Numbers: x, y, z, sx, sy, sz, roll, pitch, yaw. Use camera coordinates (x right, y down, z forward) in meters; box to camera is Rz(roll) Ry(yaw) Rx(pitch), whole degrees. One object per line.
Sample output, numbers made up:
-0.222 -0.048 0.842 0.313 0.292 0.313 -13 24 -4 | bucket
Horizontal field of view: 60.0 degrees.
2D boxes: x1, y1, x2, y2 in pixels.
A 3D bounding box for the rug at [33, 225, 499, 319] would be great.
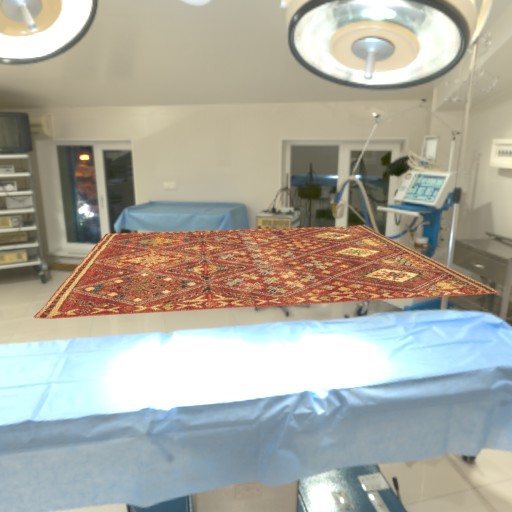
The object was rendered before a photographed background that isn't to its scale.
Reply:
0.000 0.000 4.060 3.086 0.030 2.489 -2 15 -8 | rug
